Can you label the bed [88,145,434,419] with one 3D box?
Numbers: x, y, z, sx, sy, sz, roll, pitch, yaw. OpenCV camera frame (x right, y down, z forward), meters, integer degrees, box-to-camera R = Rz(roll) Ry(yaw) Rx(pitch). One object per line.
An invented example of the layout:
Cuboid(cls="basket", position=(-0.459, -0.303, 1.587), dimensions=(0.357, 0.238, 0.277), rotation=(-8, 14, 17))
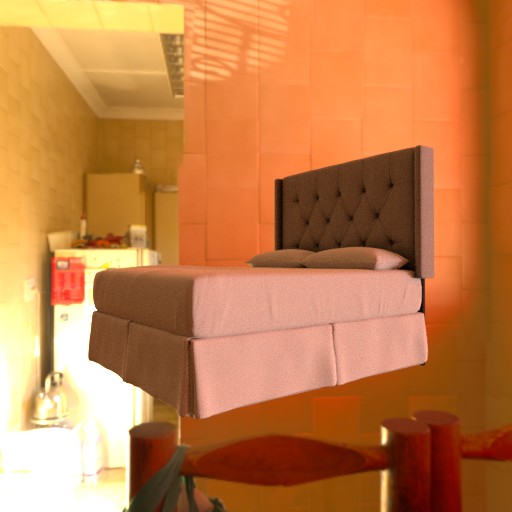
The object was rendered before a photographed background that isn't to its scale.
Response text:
Cuboid(cls="bed", position=(0.000, 0.000, 3.394), dimensions=(2.066, 1.665, 1.719), rotation=(1, -1, -37))
